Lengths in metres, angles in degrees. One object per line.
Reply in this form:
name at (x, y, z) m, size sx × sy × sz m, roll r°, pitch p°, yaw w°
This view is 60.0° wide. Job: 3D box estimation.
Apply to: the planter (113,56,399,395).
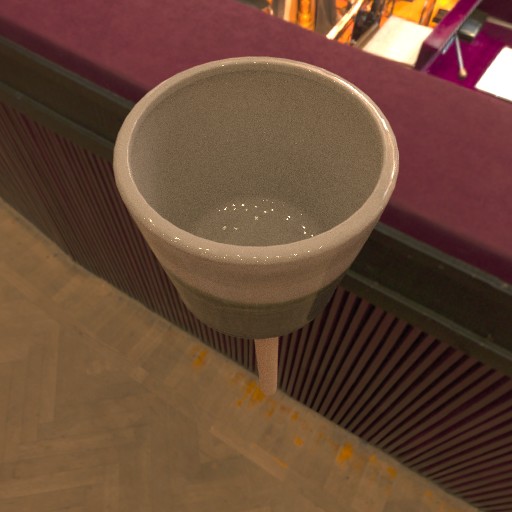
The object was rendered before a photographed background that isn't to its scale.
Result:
planter at (0.000, 0.000, 0.477) m, size 0.217 × 0.331 × 0.217 m, roll 29°, pitch 62°, yaw 17°
